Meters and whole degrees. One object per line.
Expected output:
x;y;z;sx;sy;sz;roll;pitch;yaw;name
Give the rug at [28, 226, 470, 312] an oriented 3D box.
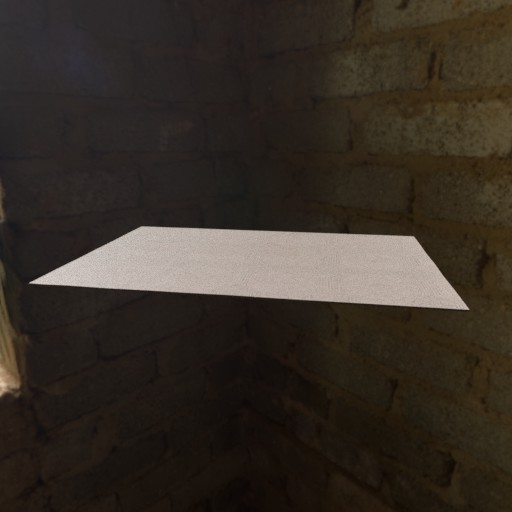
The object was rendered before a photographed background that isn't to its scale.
0.000;0.000;2.390;1.839;0.009;1.236;3;16;9;rug
